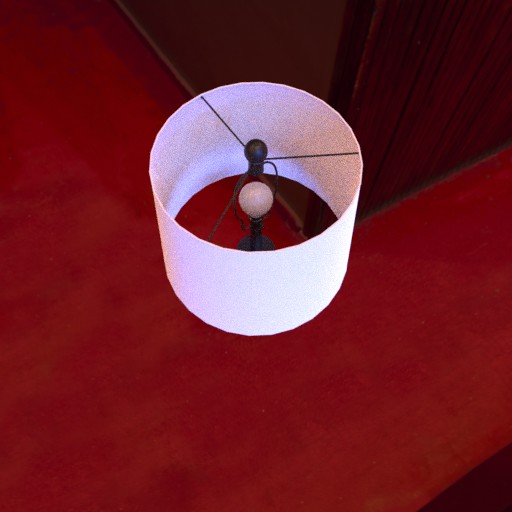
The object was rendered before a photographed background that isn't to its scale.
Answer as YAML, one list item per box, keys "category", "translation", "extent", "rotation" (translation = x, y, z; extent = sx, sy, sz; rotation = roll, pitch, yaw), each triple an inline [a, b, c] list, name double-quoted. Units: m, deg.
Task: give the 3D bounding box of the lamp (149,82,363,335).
- category: "lamp"
  translation: [0.000, 0.000, 0.879]
  extent: [0.349, 0.667, 0.349]
  rotation: [0, 64, 0]
